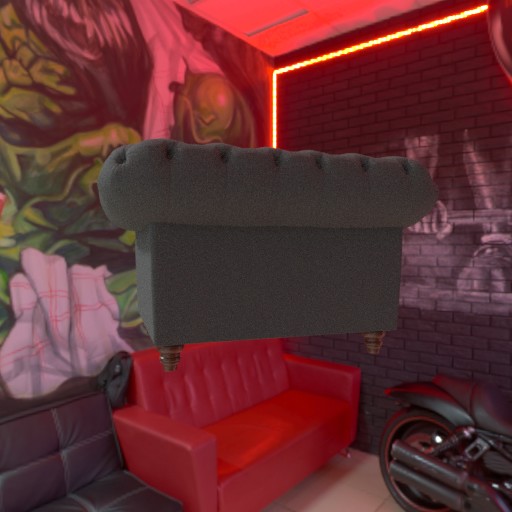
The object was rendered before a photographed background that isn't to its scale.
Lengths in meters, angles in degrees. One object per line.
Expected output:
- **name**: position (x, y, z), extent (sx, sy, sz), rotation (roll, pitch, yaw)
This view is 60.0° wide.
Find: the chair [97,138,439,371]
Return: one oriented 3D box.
- **chair**: position (0.000, 0.000, 1.904), extent (1.270, 0.770, 0.976), rotation (0, 1, -18)
